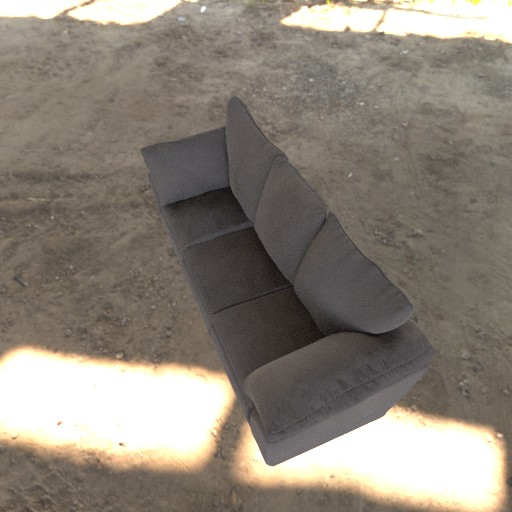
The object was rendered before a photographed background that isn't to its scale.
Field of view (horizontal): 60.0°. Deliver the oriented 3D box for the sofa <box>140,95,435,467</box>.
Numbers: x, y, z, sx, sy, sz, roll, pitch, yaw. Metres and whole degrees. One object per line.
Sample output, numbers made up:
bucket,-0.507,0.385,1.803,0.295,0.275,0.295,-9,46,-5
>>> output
sofa,0.000,0.000,2.818,0.878,1.073,2.336,-17,48,-16
